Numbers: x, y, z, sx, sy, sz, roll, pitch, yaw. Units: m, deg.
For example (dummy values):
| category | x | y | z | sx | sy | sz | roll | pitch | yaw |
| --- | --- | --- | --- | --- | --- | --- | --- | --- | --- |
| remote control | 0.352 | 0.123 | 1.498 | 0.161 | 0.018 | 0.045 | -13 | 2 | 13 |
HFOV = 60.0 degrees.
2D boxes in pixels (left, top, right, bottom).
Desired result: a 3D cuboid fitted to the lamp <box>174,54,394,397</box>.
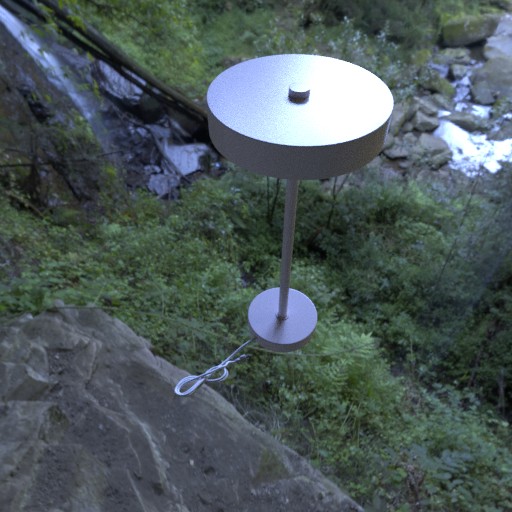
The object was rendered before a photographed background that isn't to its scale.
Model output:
| category | x | y | z | sx | sy | sz | roll | pitch | yaw |
| --- | --- | --- | --- | --- | --- | --- | --- | --- | --- |
| lamp | 0.000 | 0.000 | 0.695 | 0.369 | 0.508 | 0.229 | -33 | 55 | -26 |
